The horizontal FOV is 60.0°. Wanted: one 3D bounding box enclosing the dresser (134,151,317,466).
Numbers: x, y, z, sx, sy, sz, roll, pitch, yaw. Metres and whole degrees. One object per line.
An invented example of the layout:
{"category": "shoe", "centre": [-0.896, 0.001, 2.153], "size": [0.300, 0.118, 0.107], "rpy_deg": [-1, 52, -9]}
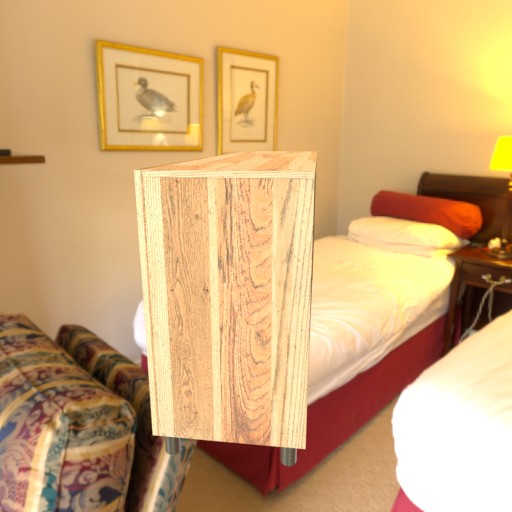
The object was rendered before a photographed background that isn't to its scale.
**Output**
{"category": "dresser", "centre": [0.000, 0.000, 1.911], "size": [0.487, 0.834, 1.547], "rpy_deg": [2, 15, 8]}
